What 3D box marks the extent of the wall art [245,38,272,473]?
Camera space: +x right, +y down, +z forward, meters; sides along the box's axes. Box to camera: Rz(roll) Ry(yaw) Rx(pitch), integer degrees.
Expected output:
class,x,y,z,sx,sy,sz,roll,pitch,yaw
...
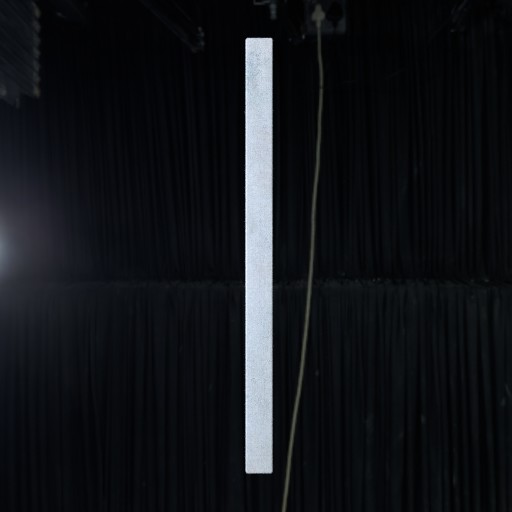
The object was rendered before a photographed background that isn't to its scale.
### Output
class,x,y,z,sx,sy,sz,roll,pitch,yaw
wall art,0.000,0.000,0.918,0.044,0.605,0.605,0,0,0
